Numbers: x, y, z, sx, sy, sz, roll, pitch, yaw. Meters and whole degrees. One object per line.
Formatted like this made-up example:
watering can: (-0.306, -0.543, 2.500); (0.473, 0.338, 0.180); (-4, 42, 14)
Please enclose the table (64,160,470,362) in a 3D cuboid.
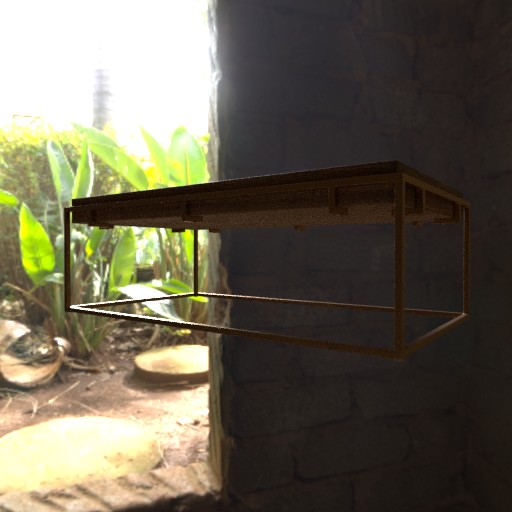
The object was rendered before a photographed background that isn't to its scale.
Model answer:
table: (0.000, 0.000, 1.726); (1.387, 0.468, 0.775); (0, 1, 36)
